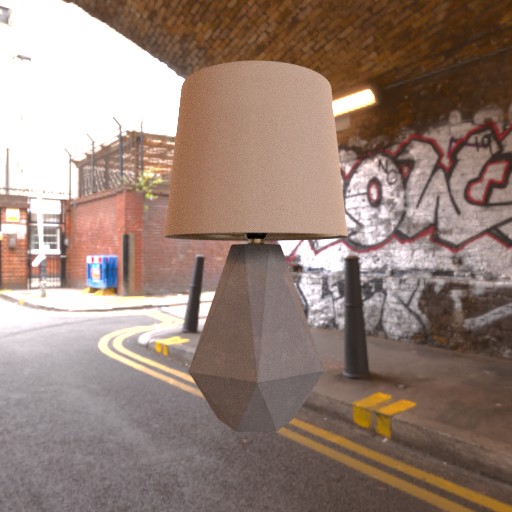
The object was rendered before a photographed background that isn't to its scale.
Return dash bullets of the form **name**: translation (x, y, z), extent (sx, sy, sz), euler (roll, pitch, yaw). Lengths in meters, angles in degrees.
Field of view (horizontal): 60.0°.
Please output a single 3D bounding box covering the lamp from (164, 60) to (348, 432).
- **lamp**: translation (0.000, 0.000, 0.682), extent (0.276, 0.501, 0.276), euler (0, 0, 0)
